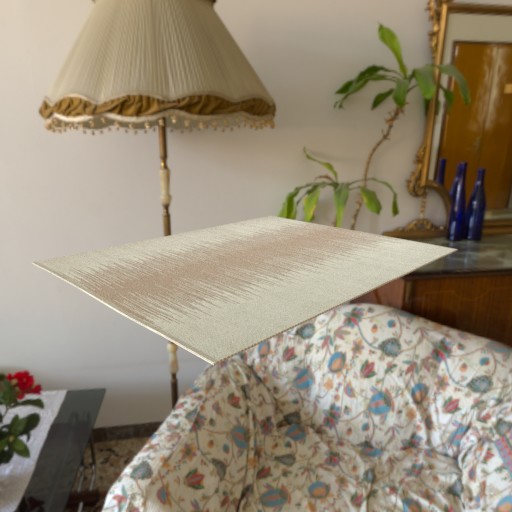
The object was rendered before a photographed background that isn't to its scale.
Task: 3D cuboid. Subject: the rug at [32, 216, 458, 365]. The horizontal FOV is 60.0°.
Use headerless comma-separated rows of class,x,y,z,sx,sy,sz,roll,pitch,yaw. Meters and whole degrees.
rug,0.000,0.000,4.031,2.438,0.013,3.048,15,22,43
